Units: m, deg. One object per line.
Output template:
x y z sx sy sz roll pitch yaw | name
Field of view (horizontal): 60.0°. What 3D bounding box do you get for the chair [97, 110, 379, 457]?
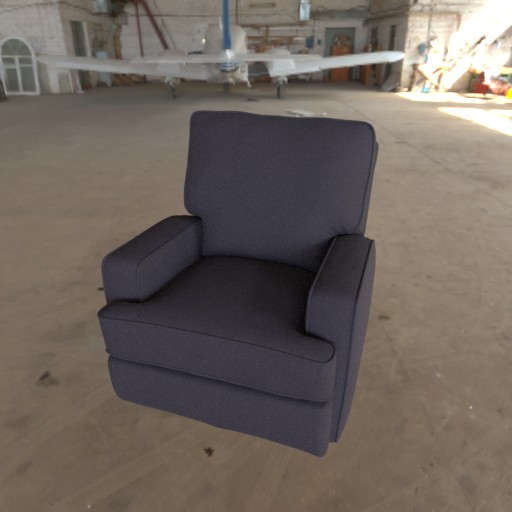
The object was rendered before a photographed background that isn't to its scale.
0.000 0.000 1.666 0.861 0.962 0.964 8 27 17 | chair
